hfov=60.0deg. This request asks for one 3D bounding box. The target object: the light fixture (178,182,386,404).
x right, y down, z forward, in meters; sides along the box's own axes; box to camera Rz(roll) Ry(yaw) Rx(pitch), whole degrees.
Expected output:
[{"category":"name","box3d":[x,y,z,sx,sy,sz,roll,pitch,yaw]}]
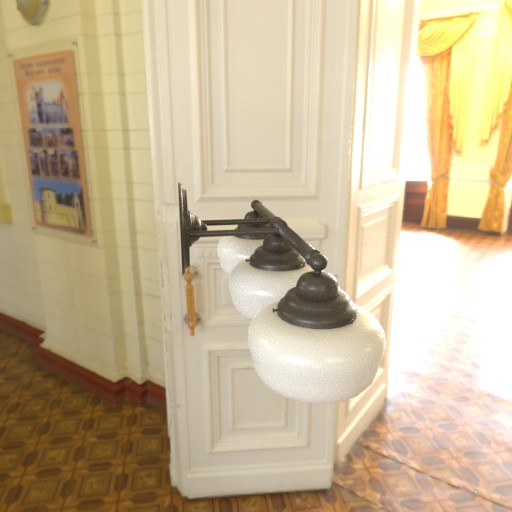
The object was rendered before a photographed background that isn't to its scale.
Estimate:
[{"category":"light fixture","box3d":[0.000,0.000,0.721,0.239,0.242,0.587,-3,16,-9]}]
